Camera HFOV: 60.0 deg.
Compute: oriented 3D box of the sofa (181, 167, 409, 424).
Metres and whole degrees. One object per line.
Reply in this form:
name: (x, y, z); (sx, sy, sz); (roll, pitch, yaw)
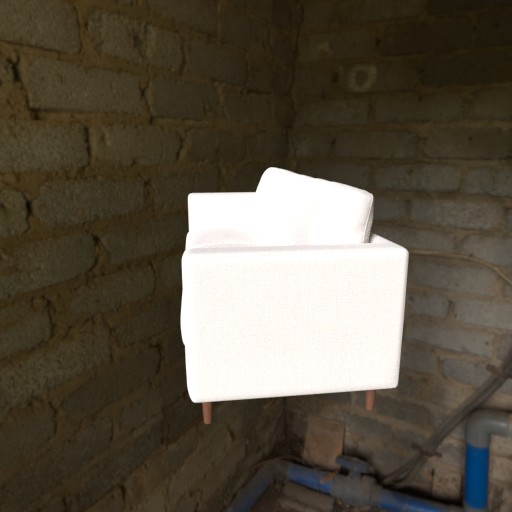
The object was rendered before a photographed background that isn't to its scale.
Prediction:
sofa: (0.000, 0.000, 2.495); (0.802, 0.912, 2.029); (-2, 14, -8)
